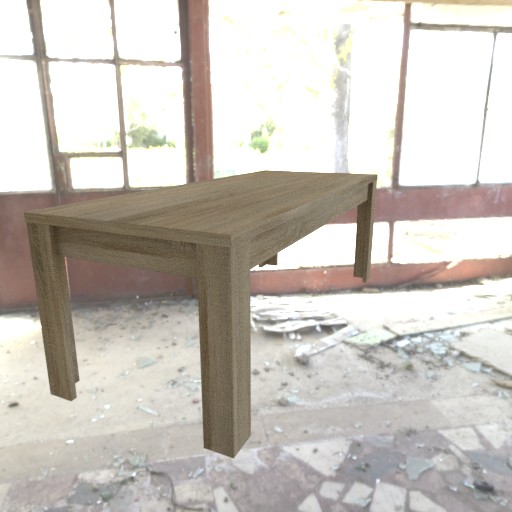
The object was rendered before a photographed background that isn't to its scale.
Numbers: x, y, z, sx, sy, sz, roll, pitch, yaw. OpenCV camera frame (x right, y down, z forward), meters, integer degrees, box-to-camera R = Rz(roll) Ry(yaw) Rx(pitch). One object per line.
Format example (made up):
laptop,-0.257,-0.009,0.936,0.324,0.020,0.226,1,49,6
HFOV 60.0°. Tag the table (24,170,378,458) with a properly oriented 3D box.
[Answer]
table,0.000,0.000,2.559,0.900,0.790,2.200,7,17,25
